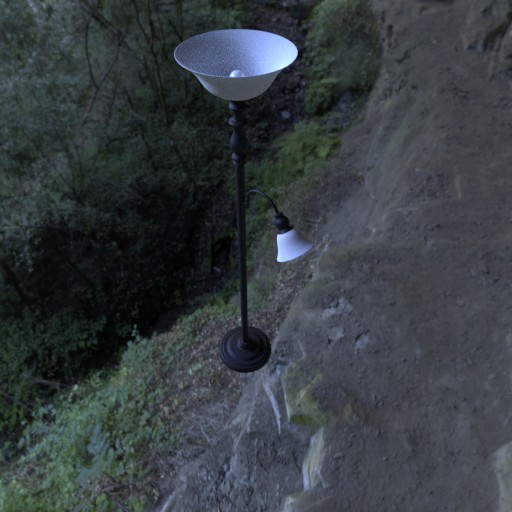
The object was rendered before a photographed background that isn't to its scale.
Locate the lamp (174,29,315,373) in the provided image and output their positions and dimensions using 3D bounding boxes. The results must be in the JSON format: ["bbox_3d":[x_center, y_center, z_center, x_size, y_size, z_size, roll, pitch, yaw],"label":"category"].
[{"bbox_3d":[0.000,0.000,2.053,0.588,1.793,0.405,35,55,30],"label":"lamp"}]
